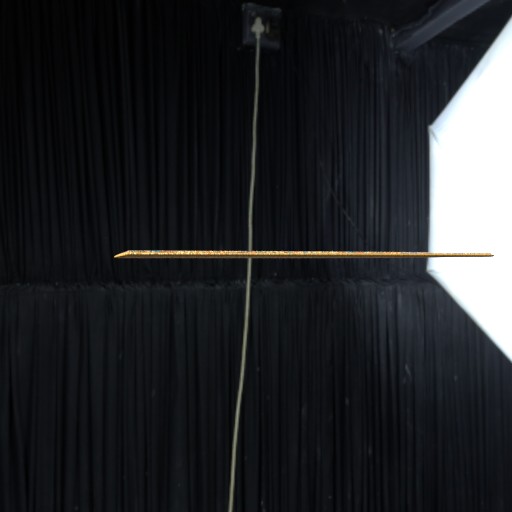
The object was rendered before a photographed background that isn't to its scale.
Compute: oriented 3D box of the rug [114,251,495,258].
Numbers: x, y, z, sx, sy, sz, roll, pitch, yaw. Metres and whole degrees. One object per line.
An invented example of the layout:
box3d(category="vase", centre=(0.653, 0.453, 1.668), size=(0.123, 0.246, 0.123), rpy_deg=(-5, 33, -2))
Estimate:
box3d(category="rug", centre=(0.000, 0.000, 4.078), size=(2.435, 0.031, 3.040), rpy_deg=(0, 0, -19))
